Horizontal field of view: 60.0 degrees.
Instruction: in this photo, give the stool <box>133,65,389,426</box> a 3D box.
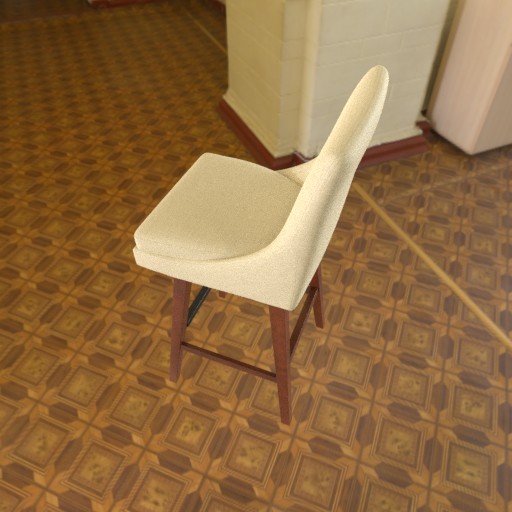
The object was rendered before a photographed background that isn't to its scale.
[{"bbox_3d":[0.000,0.000,1.375,0.559,1.097,0.470,16,47,15],"label":"stool"}]
